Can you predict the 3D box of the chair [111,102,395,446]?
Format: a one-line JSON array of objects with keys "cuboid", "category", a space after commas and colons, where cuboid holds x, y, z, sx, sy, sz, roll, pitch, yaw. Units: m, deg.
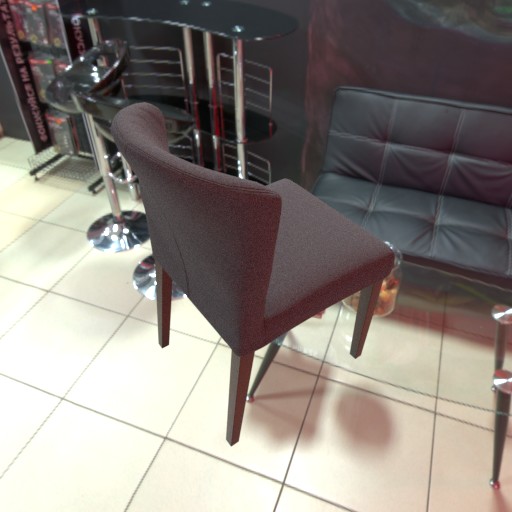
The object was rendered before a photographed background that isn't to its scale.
[{"cuboid": [0.000, 0.000, 1.198, 0.592, 0.839, 0.491, -25, 47, -27], "category": "chair"}]
